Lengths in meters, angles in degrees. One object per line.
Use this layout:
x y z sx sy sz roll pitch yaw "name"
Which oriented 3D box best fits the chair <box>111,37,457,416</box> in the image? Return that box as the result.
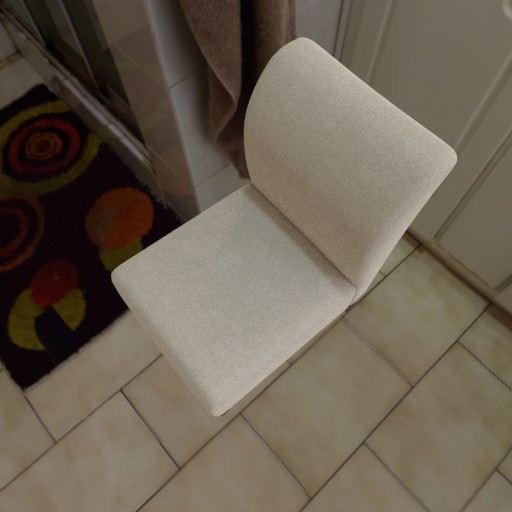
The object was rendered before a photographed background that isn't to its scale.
0.000 0.000 1.307 0.754 0.833 0.521 -37 69 -16 "chair"
